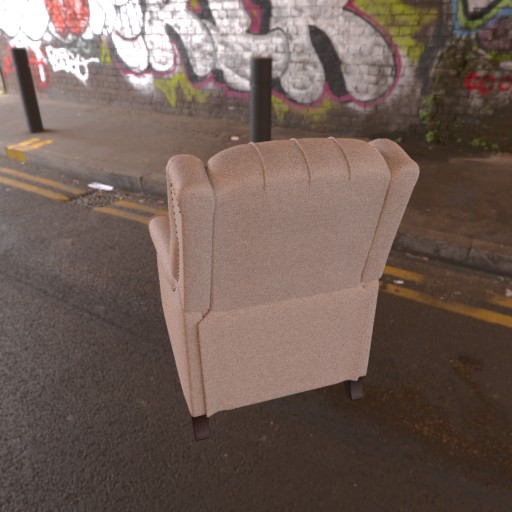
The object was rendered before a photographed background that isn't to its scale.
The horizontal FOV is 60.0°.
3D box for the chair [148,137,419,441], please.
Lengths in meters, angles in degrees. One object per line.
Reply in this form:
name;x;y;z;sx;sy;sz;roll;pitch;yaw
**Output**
chair;0.000;0.000;1.700;0.742;1.035;0.902;-8;29;-16
